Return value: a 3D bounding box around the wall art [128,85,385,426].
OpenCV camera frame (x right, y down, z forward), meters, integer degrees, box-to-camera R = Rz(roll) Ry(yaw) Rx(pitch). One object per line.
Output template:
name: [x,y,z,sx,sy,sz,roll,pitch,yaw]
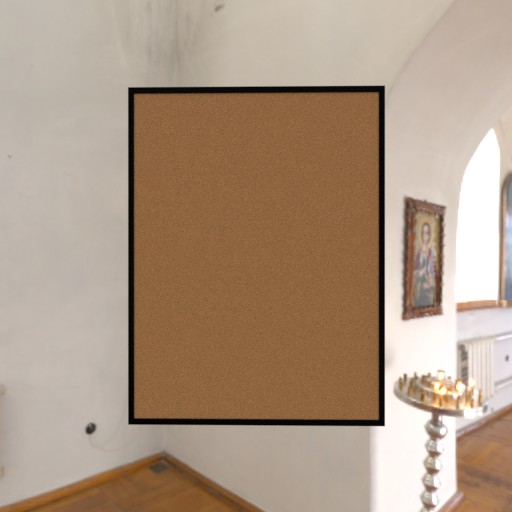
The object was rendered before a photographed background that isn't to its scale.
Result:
wall art: [0.000,0.000,1.407,0.805,1.062,0.040,0,0,1]
